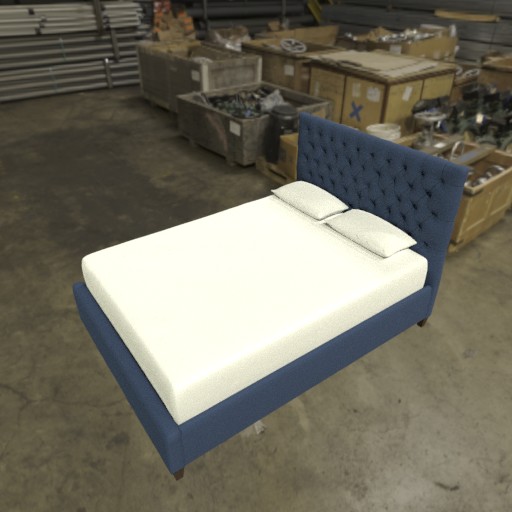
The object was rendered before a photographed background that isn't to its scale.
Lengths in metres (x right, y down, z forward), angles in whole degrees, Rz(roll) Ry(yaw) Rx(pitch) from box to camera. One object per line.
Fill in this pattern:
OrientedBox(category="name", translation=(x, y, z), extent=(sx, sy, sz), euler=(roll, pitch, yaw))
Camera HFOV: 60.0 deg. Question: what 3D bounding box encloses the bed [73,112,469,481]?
OrientedBox(category="bed", translation=(0.000, 0.000, 3.347), extent=(2.387, 1.427, 1.706), euler=(-21, 39, -29))
